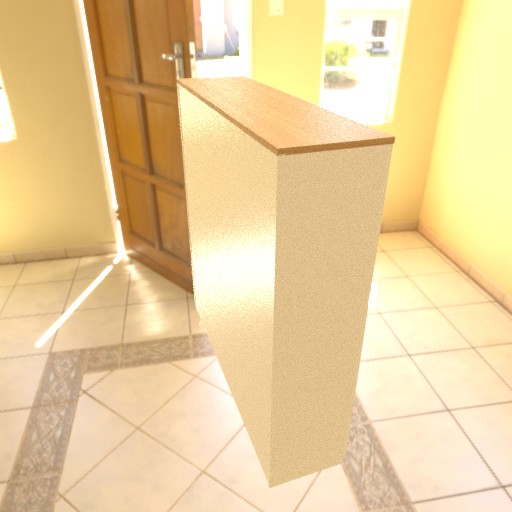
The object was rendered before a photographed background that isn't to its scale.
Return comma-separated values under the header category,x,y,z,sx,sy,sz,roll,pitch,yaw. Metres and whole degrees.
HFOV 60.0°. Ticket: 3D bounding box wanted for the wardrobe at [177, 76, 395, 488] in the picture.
category,x,y,z,sx,sy,sz,roll,pitch,yaw
wardrobe,0.000,0.000,3.343,0.590,2.260,2.160,-10,31,-17
